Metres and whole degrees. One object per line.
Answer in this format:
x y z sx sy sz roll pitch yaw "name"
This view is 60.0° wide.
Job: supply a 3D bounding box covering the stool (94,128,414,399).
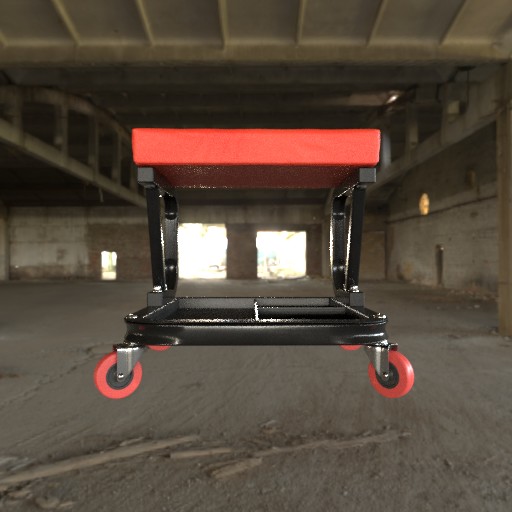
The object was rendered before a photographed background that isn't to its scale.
0.000 0.000 0.738 0.446 0.380 0.371 0 0 -1 "stool"
